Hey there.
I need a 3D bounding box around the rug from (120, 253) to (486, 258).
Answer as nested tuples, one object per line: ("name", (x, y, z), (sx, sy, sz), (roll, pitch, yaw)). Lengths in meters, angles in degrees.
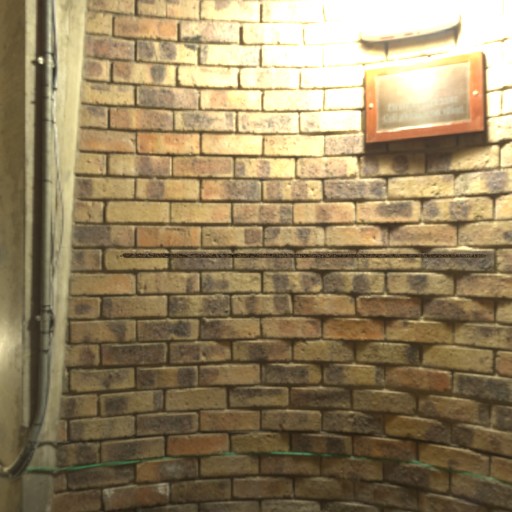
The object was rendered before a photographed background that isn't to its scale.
("rug", (0.000, 0.000, 4.175), (2.438, 0.029, 3.047), (0, 0, -17))
